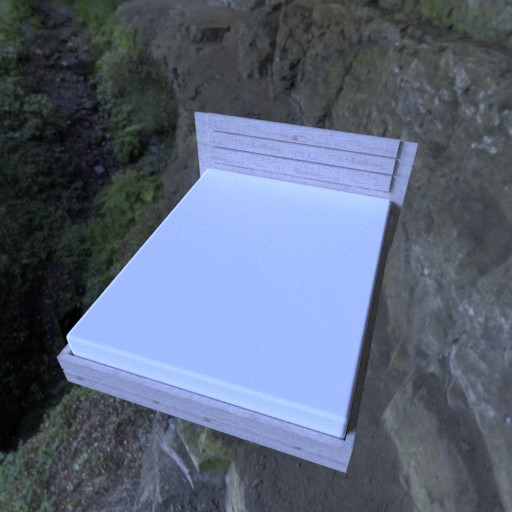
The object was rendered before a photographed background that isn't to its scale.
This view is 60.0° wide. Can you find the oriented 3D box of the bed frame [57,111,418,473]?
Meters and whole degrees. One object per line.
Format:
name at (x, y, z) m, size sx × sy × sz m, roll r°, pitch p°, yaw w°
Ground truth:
bed frame at (0.000, 0.000, 2.956) m, size 1.750 × 0.970 × 2.080 m, roll 13°, pitch 42°, yaw 14°
